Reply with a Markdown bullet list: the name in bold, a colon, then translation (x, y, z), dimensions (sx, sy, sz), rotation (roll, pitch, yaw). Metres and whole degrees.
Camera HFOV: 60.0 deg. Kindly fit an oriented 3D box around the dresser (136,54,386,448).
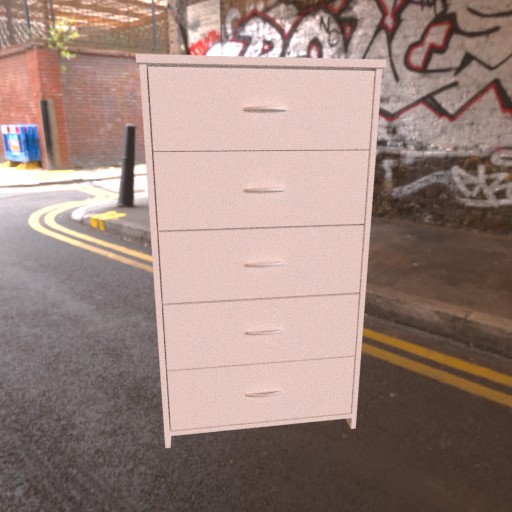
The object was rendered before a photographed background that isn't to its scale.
- **dresser**: translation (0.000, 0.000, 1.578), dimensions (0.704, 1.255, 0.399), rotation (-2, 16, -8)
